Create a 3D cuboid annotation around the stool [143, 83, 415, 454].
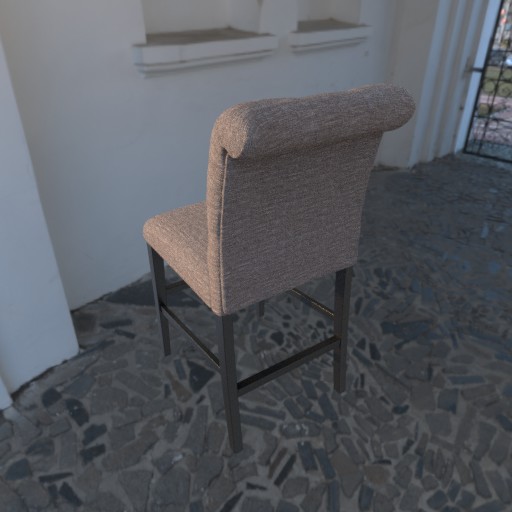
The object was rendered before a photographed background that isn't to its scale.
[{"bbox_3d":[0.000,0.000,1.280,0.457,0.970,0.611,-19,35,-29],"label":"stool"}]
